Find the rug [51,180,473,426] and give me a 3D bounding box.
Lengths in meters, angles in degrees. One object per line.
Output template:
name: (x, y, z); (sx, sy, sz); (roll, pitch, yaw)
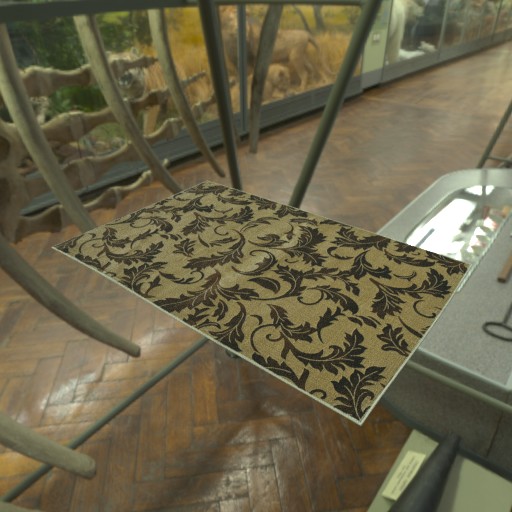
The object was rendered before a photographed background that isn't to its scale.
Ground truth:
rug: (0.000, 0.000, 2.862); (2.284, 0.008, 1.522); (22, 38, 32)
